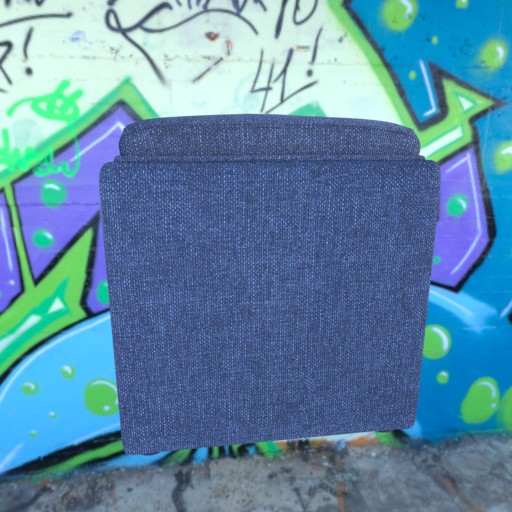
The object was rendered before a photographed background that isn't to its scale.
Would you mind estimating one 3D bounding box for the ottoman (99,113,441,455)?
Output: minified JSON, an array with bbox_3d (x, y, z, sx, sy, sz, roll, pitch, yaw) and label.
[{"bbox_3d":[0.000,0.000,0.816,0.454,0.493,0.436,-2,15,-8],"label":"ottoman"}]
